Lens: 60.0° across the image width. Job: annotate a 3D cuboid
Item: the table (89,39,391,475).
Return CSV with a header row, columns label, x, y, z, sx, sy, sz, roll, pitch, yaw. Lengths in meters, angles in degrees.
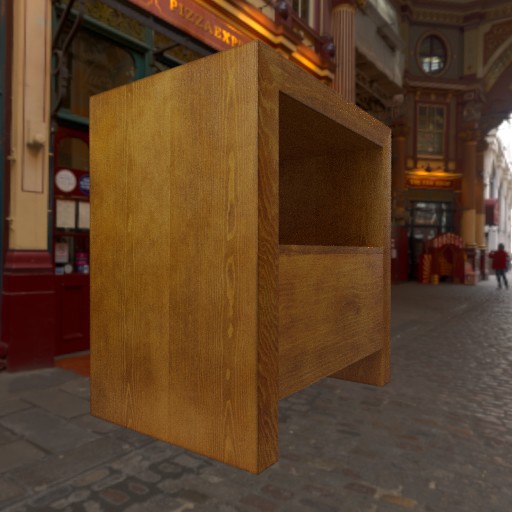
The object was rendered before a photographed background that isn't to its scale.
label,x,y,z,sx,sy,sz,roll,pitch,yaw
table,0.000,0.000,0.954,0.400,0.605,0.550,0,1,36
